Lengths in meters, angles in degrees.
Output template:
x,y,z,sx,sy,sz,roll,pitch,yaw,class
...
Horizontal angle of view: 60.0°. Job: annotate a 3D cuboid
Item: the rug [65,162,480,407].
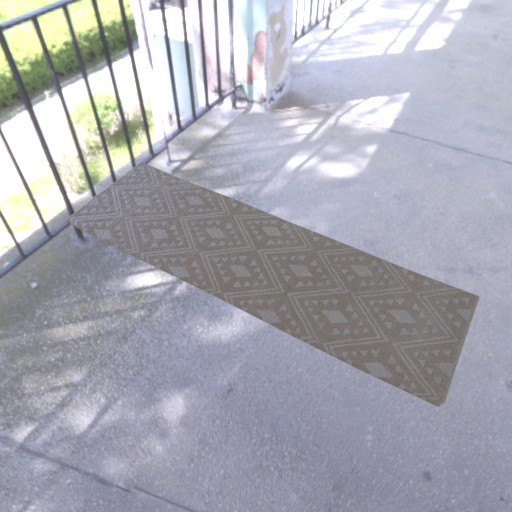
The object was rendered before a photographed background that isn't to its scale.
x,y,z,sx,sy,sz,roll,pitch,yaw,class
0.000,0.000,2.676,2.452,0.051,0.752,24,52,20,rug
